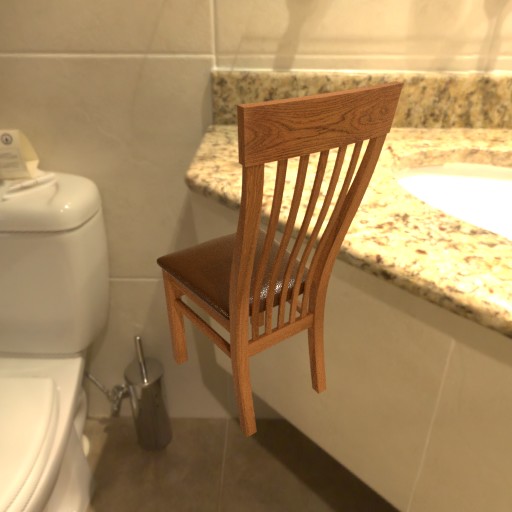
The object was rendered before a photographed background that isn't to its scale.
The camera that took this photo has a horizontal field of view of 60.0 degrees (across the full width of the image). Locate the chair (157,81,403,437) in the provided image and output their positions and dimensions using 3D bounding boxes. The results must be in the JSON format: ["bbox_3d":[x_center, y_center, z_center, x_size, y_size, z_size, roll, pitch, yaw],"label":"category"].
[{"bbox_3d":[0.000,0.000,1.380,0.450,1.050,0.580,-20,36,-30],"label":"chair"}]
